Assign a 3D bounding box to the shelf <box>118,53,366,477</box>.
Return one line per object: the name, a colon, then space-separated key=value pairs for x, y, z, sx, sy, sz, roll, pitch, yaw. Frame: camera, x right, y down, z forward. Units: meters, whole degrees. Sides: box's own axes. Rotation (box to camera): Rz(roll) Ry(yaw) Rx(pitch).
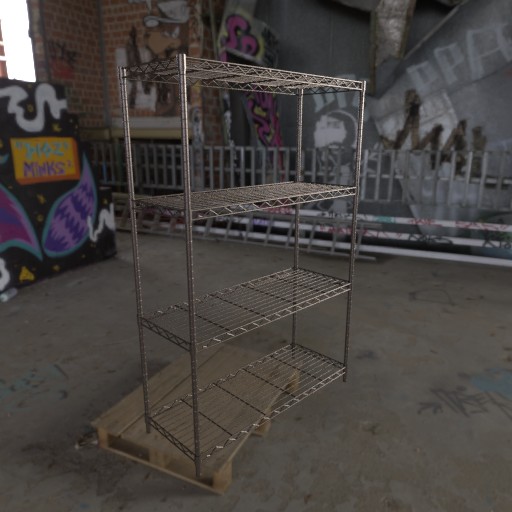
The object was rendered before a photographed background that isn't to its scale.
shelf: x=0.000 y=0.000 z=1.783 sx=0.907 sy=1.361 sz=0.352 roll=-14 pitch=21 yaw=-42
